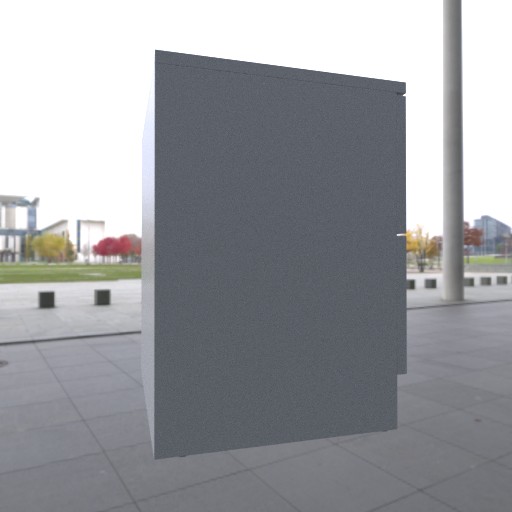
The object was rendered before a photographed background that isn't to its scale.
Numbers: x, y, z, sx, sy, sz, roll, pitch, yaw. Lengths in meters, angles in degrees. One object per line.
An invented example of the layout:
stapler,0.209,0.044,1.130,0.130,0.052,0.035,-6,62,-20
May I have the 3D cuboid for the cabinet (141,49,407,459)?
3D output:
cabinet,0.000,0.000,0.748,0.360,0.470,0.400,0,0,-17
